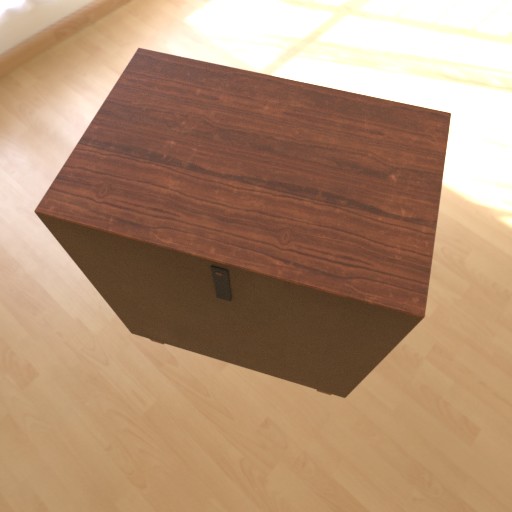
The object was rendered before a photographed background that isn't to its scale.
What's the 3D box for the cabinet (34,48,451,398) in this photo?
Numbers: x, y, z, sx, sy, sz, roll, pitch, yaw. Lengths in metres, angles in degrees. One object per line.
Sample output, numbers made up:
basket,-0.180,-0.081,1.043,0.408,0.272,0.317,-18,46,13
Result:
cabinet,0.000,0.000,1.048,0.607,0.695,0.410,15,63,8
